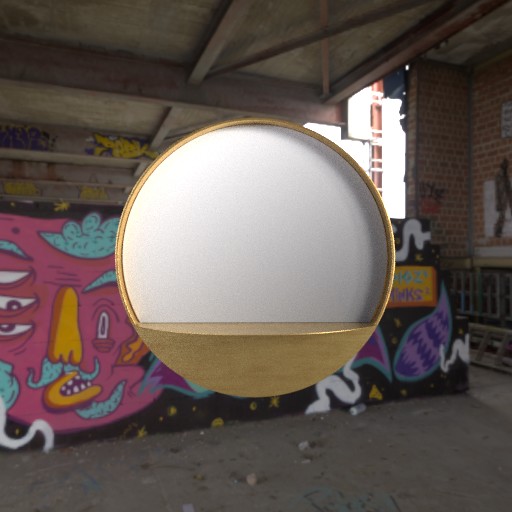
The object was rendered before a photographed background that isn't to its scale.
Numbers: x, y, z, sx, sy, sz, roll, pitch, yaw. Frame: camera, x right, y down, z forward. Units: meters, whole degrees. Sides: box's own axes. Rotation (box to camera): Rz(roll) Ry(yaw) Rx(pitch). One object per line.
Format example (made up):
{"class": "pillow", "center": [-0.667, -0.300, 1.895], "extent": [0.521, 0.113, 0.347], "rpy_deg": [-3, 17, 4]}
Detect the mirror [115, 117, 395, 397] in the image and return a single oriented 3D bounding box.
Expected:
{"class": "mirror", "center": [0.000, 0.000, 0.687], "extent": [0.457, 0.457, 0.133], "rpy_deg": [0, -1, -1]}
